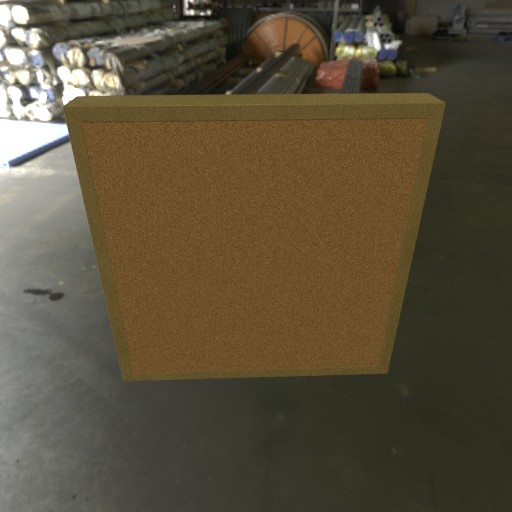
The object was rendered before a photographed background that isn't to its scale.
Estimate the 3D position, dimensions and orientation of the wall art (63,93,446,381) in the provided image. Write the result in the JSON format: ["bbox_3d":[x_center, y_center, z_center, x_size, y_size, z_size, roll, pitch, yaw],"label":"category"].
[{"bbox_3d":[0.000,0.000,0.447,0.305,0.305,0.038,-1,31,-2],"label":"wall art"}]
